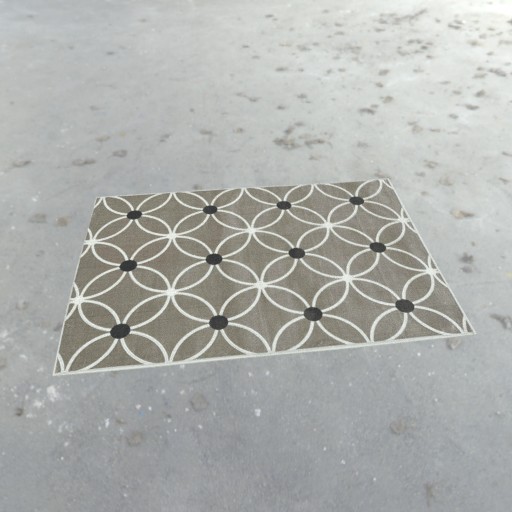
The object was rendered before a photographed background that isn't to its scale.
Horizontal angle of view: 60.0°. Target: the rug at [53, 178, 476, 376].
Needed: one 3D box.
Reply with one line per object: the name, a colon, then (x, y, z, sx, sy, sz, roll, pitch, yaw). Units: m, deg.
rug: (0.000, 0.000, 2.891, 2.284, 0.008, 1.522, -5, 45, -5)
